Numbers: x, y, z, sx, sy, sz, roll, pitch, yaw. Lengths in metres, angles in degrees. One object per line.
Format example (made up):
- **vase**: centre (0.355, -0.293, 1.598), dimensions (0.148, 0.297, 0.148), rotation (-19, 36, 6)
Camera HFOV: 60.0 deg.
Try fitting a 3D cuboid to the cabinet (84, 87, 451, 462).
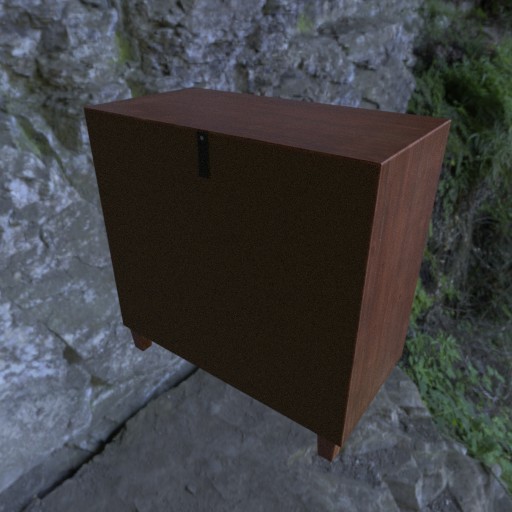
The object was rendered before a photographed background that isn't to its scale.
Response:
- **cabinet**: centre (0.000, 0.000, 1.252), dimensions (0.796, 0.785, 0.412), rotation (20, 35, 31)
